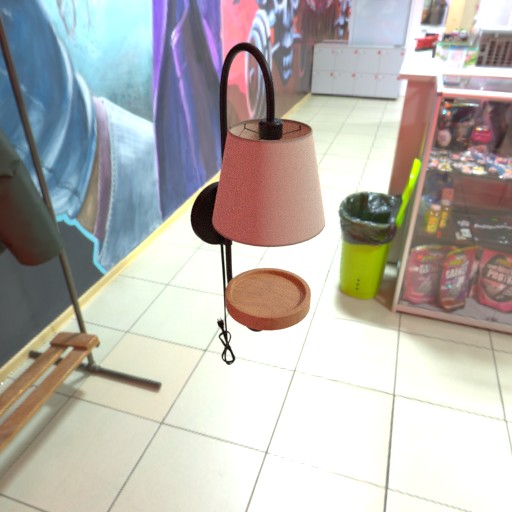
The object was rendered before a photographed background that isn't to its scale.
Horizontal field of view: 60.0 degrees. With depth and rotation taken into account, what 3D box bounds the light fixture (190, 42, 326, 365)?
[{"bbox_3d":[0.000,0.000,0.945,0.220,0.821,0.299,-23,38,-33],"label":"light fixture"}]
